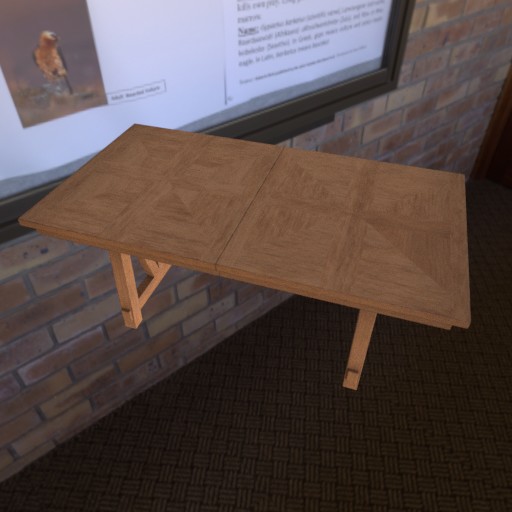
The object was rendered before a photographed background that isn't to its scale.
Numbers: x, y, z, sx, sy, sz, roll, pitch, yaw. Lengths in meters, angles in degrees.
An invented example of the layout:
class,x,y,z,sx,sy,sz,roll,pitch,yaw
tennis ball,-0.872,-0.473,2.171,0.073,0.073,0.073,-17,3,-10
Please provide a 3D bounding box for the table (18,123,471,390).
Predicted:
class,x,y,z,sx,sy,sz,roll,pitch,yaw
table,0.000,0.000,2.351,1.881,0.768,1.016,12,43,14
